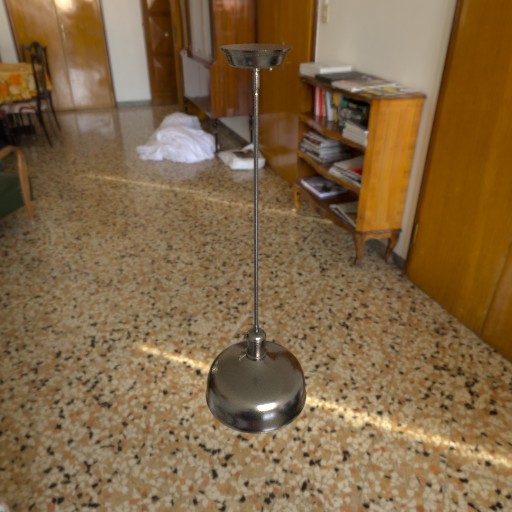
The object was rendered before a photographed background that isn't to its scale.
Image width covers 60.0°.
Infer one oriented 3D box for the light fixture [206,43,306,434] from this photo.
[{"bbox_3d":[0.000,0.000,1.092,0.299,0.935,0.299,18,35,29],"label":"light fixture"}]
